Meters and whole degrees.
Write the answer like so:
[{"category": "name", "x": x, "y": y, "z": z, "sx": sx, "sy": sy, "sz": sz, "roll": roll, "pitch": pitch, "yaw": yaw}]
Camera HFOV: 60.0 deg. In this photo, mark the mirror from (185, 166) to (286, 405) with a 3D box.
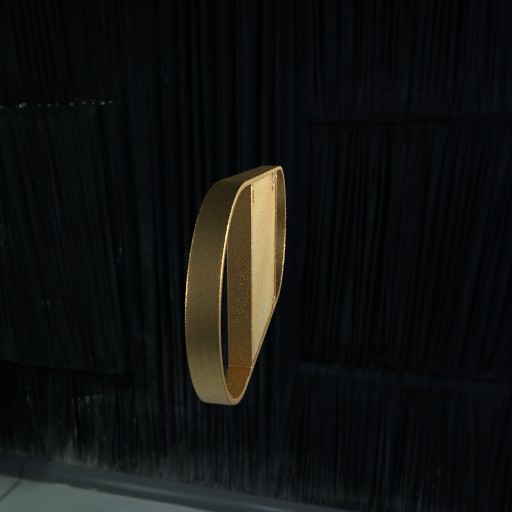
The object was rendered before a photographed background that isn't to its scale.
[{"category": "mirror", "x": 0.000, "y": 0.000, "z": 0.678, "sx": 0.032, "sy": 0.254, "sz": 0.584, "roll": 2, "pitch": 15, "yaw": 9}]
